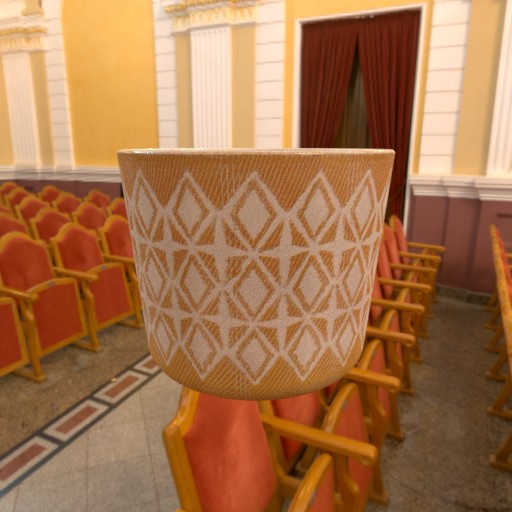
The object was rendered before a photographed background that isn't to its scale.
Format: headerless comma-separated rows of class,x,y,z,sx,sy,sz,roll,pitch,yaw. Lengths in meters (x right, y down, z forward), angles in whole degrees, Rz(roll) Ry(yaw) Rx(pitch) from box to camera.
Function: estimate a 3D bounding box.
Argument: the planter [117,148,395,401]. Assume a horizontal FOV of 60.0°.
planter,0.000,0.000,0.223,0.126,0.104,0.126,0,14,0
